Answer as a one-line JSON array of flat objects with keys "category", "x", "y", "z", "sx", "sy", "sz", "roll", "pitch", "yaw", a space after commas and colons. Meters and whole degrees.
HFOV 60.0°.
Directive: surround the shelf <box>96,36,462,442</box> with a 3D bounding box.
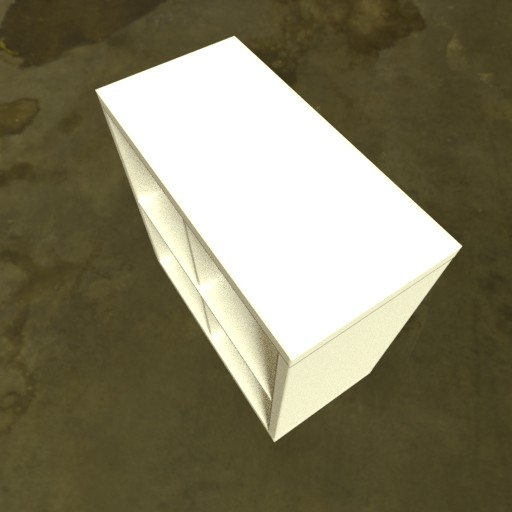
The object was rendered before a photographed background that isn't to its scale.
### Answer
[{"category": "shelf", "x": 0.000, "y": 0.000, "z": 1.270, "sx": 0.390, "sy": 0.786, "sz": 0.790, "roll": -30, "pitch": 63, "yaw": -17}]
